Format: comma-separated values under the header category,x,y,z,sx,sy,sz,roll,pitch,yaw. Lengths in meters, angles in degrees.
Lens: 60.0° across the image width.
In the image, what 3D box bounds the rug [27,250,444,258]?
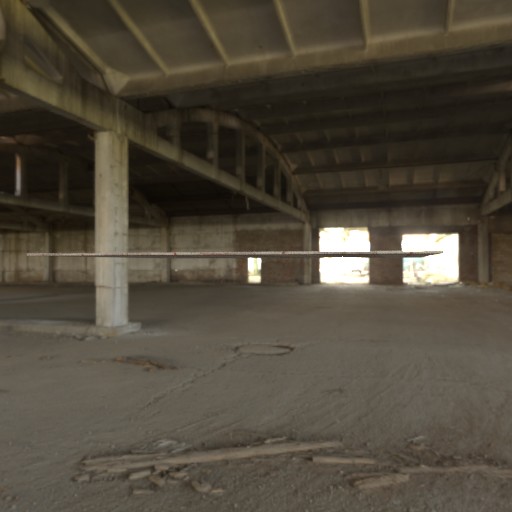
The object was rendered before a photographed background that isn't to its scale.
category,x,y,z,sx,sy,sz,roll,pitch,yaw
rug,0.000,0.000,4.061,2.959,0.016,2.317,0,-1,17
